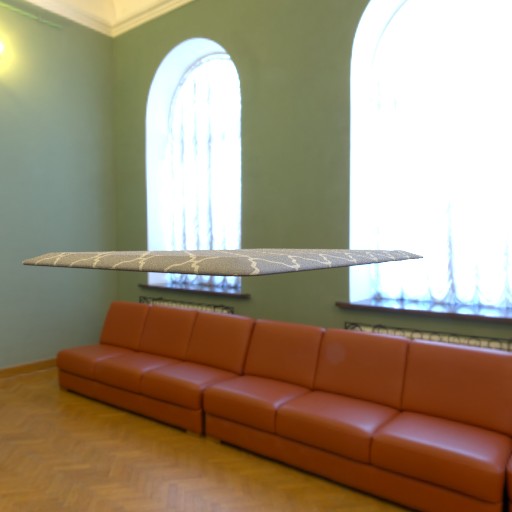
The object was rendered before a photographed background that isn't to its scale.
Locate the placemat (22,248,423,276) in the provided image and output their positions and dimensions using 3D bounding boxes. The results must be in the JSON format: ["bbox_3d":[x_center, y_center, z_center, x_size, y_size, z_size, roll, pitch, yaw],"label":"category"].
[{"bbox_3d":[0.000,0.000,0.944,0.508,0.021,0.762,1,2,35],"label":"placemat"}]
